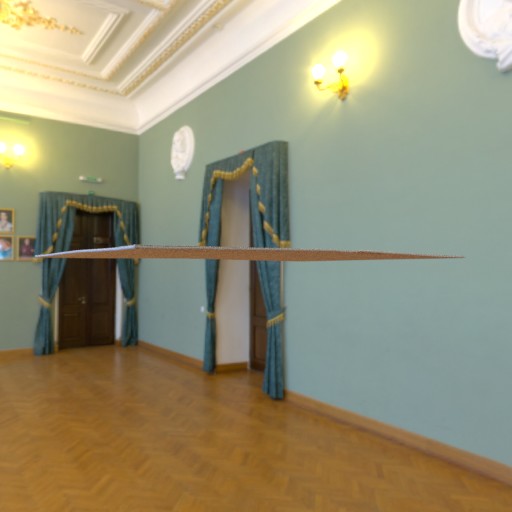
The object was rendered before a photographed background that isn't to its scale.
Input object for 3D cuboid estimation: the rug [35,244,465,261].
[{"bbox_3d":[0.000,0.000,2.912,2.342,0.030,1.609,1,-2,-37],"label":"rug"}]
